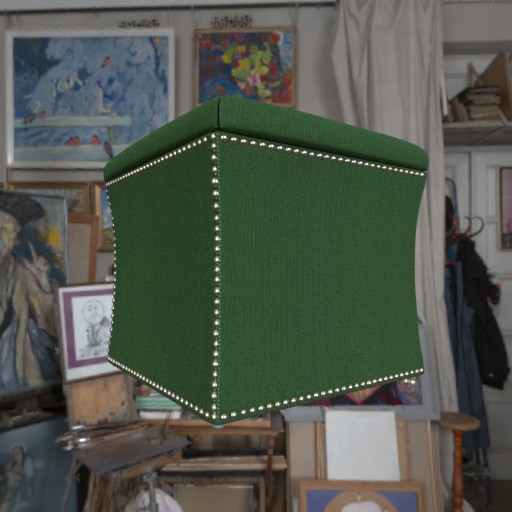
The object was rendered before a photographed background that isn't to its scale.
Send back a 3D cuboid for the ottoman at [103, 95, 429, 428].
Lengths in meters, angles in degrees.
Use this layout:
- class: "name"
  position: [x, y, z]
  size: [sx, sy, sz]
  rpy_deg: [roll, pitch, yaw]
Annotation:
- class: "ottoman"
  position: [0.000, 0.000, 0.909]
  size: [0.497, 0.475, 0.507]
  rpy_deg: [0, -1, -35]
